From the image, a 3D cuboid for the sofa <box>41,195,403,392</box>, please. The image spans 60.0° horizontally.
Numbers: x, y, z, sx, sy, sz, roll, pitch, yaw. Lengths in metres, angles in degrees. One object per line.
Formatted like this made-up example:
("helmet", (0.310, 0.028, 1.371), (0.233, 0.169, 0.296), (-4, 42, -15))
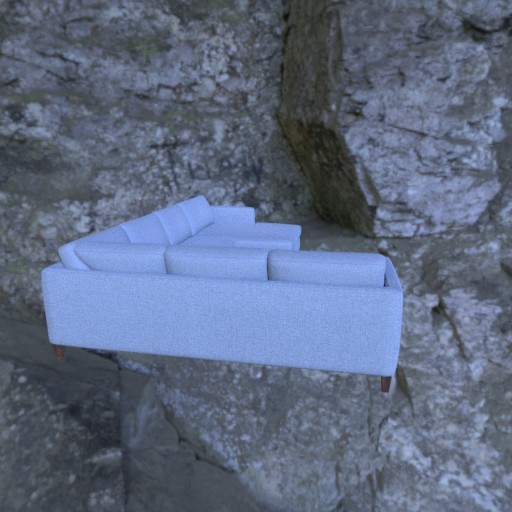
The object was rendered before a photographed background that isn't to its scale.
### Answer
("sofa", (0.000, 0.000, 4.604), (2.551, 0.889, 3.403), (3, 15, 11))
